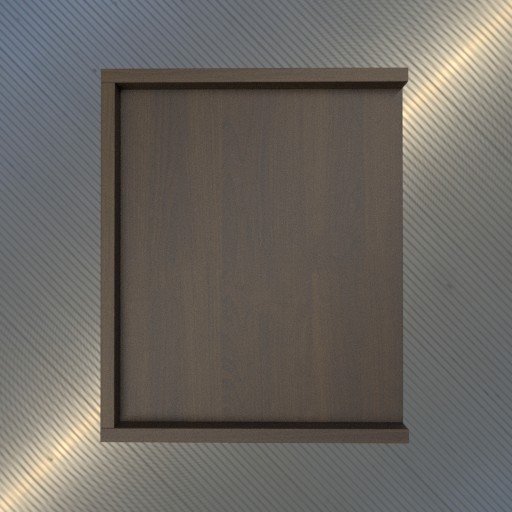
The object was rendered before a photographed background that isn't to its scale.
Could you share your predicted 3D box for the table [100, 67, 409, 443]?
[{"bbox_3d":[0.000,0.000,0.767,0.370,0.470,0.450,0,90,1],"label":"table"}]
